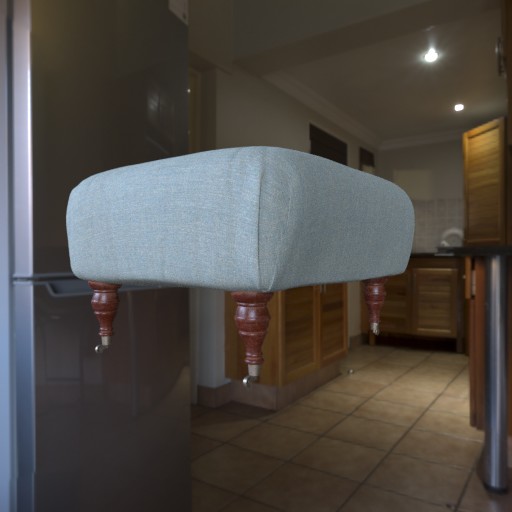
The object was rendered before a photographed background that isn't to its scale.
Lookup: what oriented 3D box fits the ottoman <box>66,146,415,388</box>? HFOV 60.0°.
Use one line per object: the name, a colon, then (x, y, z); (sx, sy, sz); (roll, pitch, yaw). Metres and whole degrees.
ottoman: (0.000, 0.000, 1.140); (0.622, 0.450, 0.747); (0, 1, 36)
